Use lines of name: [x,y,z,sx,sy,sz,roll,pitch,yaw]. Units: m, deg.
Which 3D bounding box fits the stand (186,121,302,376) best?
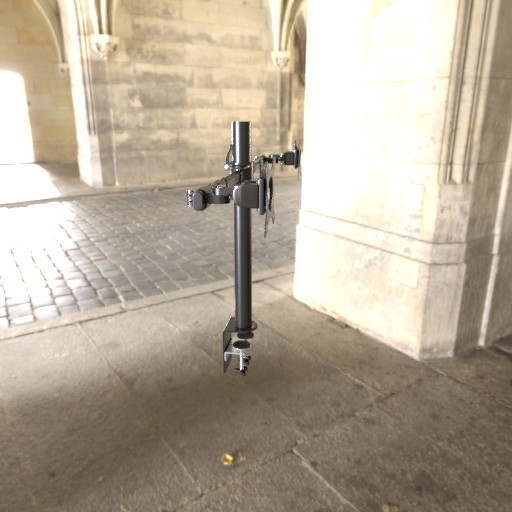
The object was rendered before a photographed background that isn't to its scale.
stand: [0.000,0.000,1.039,0.150,0.603,0.743,3,18,9]
